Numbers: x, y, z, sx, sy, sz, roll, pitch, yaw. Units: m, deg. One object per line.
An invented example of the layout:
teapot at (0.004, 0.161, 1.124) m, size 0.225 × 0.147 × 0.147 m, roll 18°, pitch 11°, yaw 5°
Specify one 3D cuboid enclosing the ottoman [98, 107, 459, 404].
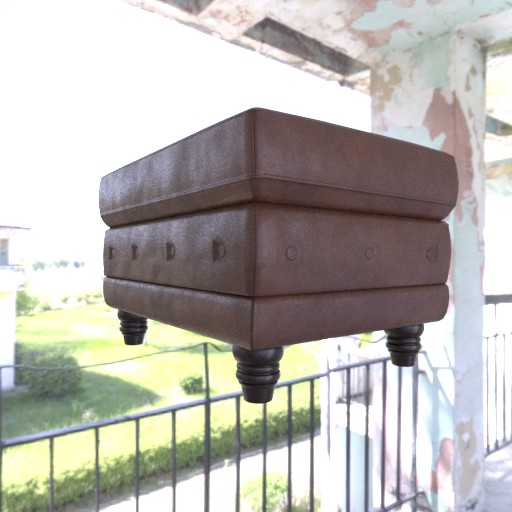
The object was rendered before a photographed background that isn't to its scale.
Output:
ottoman at (0.000, 0.000, 1.156) m, size 0.588 × 0.509 × 0.795 m, roll 0°, pitch 0°, yaw -36°
